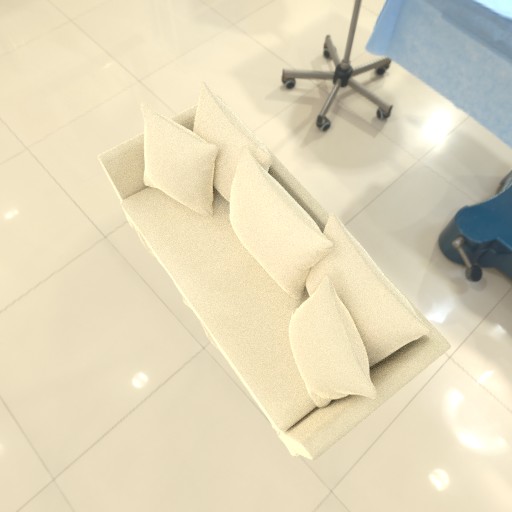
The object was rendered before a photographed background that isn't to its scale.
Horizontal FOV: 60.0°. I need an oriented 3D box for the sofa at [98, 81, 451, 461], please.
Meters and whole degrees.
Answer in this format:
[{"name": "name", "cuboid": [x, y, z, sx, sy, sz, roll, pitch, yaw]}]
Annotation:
[{"name": "sofa", "cuboid": [0.000, 0.000, 2.863, 1.031, 1.034, 2.290, -33, 68, -15]}]
